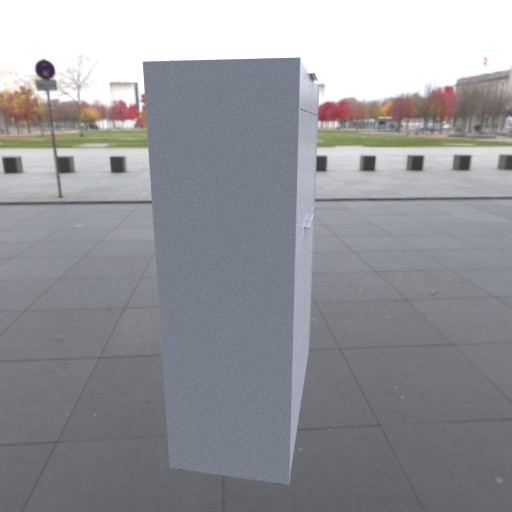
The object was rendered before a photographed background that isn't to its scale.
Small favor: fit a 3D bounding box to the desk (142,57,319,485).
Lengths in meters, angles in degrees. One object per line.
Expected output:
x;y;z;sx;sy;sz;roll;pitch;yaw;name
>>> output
0.000;0.000;1.587;0.390;1.190;0.850;3;17;10;desk
